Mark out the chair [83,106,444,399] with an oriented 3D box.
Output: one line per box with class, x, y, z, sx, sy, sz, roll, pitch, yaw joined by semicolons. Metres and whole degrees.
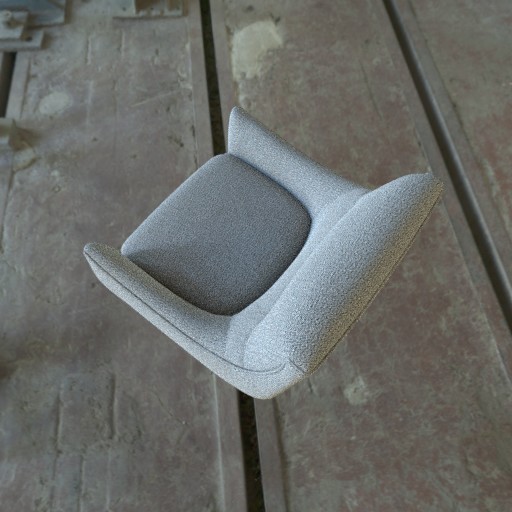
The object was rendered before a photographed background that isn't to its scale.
chair;0.000;0.000;1.471;0.787;0.838;0.762;35;68;16
